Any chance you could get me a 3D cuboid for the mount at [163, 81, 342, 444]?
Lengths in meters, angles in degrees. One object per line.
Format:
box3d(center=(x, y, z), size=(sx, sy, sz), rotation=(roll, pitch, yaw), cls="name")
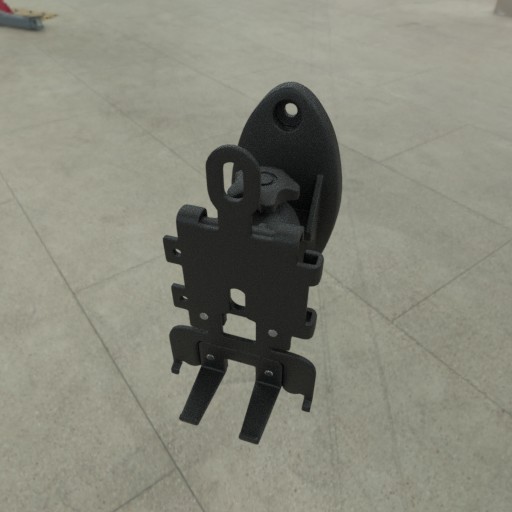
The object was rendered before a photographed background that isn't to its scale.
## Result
box3d(center=(0.000, 0.000, 0.181), size=(0.066, 0.118, 0.100), rotation=(12, 42, 14), cls="mount")
